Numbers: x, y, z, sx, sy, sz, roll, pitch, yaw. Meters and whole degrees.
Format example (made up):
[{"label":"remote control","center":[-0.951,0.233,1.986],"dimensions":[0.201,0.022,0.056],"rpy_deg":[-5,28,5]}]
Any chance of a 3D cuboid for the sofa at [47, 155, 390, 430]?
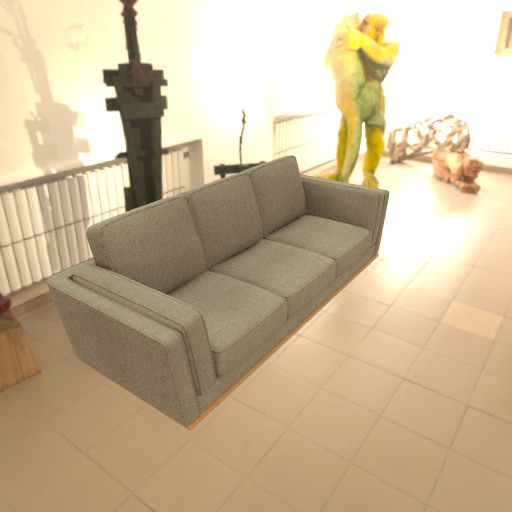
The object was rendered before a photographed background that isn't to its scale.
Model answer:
[{"label":"sofa","center":[0.000,0.000,2.876],"dimensions":[0.903,0.899,2.362],"rpy_deg":[18,31,32]}]
